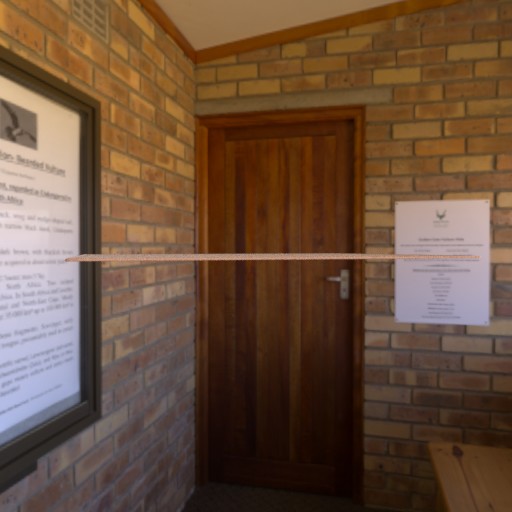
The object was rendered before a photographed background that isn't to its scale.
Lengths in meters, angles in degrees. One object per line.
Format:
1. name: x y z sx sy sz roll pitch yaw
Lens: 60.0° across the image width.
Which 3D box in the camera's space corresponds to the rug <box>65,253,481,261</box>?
1. rug: 0.000 0.000 2.837 2.134 0.013 1.524 0 1 -19
